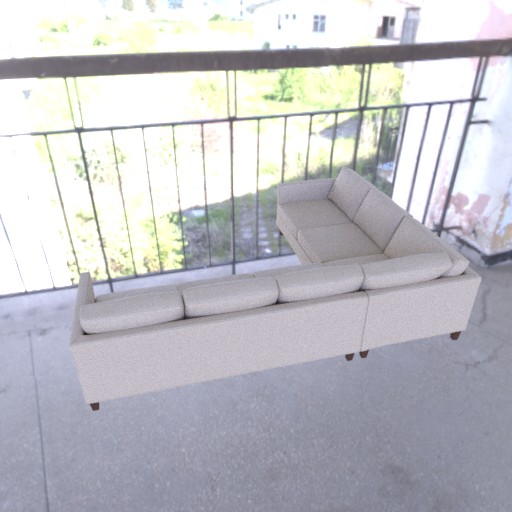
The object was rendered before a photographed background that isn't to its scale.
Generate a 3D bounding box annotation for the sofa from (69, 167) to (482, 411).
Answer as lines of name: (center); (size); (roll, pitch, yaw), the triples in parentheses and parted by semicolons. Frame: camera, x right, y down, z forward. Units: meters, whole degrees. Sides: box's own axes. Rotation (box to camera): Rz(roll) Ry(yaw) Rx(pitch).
sofa: (0.000, 0.000, 4.366); (3.182, 0.863, 2.432); (-8, 31, -13)
